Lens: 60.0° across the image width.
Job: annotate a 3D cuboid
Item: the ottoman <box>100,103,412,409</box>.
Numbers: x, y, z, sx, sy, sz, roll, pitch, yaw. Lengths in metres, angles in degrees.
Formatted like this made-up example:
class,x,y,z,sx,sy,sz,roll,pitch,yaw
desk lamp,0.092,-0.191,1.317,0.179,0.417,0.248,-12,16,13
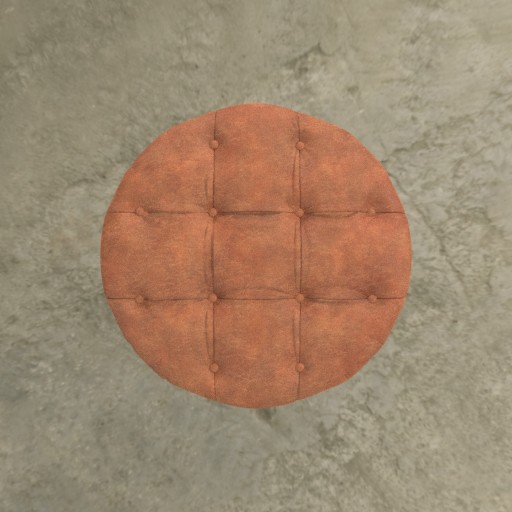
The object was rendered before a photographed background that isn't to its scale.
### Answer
class,x,y,z,sx,sy,sz,roll,pitch,yaw
ottoman,0.000,0.000,1.434,0.901,0.444,0.901,0,90,-1
